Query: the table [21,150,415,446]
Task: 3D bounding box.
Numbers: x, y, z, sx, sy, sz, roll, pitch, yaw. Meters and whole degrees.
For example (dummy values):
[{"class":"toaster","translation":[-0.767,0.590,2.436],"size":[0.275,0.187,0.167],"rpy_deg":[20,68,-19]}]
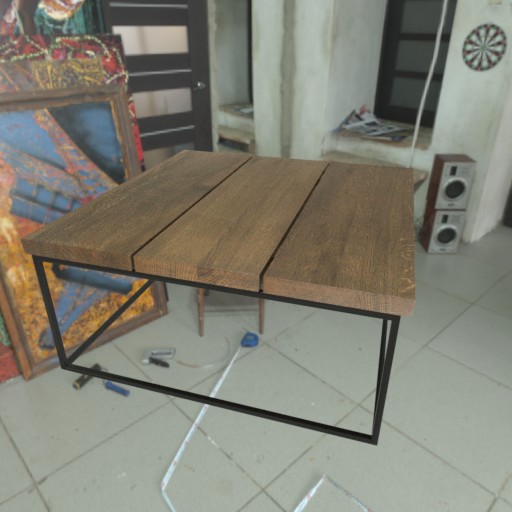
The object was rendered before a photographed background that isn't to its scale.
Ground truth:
[{"class":"table","translation":[0.000,0.000,1.415],"size":[0.900,0.400,0.900],"rpy_deg":[8,28,15]}]
